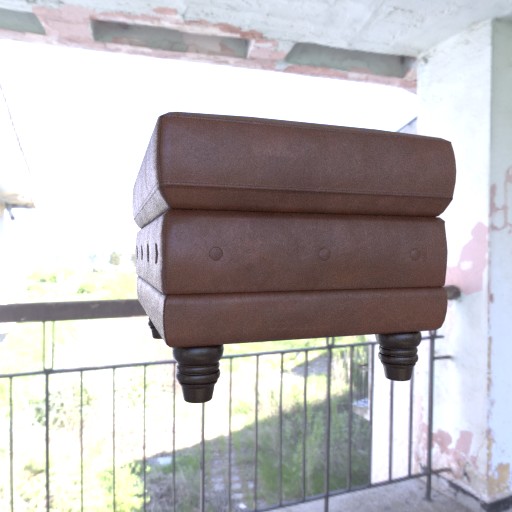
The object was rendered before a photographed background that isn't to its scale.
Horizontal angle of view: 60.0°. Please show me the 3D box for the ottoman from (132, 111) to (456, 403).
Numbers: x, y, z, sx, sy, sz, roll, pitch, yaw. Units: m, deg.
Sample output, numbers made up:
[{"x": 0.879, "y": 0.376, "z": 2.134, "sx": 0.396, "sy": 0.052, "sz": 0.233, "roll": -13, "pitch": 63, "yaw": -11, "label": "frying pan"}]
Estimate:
[{"x": 0.000, "y": 0.000, "z": 1.153, "sx": 0.588, "sy": 0.509, "sz": 0.795, "roll": 0, "pitch": 1, "yaw": -18, "label": "ottoman"}]
